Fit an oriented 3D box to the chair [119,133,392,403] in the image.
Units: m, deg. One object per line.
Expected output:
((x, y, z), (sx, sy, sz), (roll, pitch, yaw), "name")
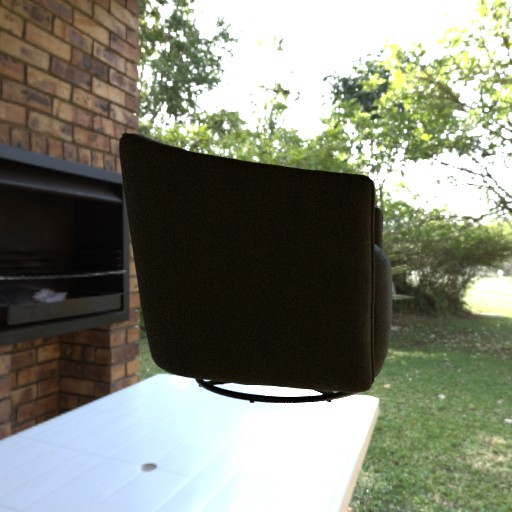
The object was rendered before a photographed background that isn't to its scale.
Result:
((0.000, 0.000, 1.492), (0.875, 0.799, 0.747), (0, 0, 17), "chair")
